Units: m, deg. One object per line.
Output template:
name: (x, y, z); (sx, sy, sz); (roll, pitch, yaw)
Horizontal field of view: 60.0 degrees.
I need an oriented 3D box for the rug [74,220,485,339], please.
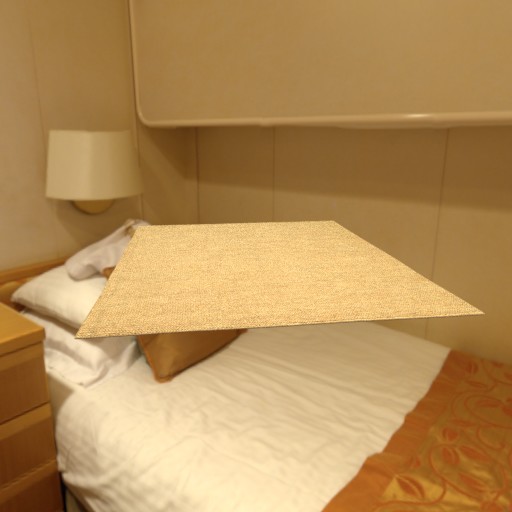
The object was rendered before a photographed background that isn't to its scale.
rug: (0.000, 0.000, 3.995); (2.406, 0.012, 3.034); (-2, 16, -8)
